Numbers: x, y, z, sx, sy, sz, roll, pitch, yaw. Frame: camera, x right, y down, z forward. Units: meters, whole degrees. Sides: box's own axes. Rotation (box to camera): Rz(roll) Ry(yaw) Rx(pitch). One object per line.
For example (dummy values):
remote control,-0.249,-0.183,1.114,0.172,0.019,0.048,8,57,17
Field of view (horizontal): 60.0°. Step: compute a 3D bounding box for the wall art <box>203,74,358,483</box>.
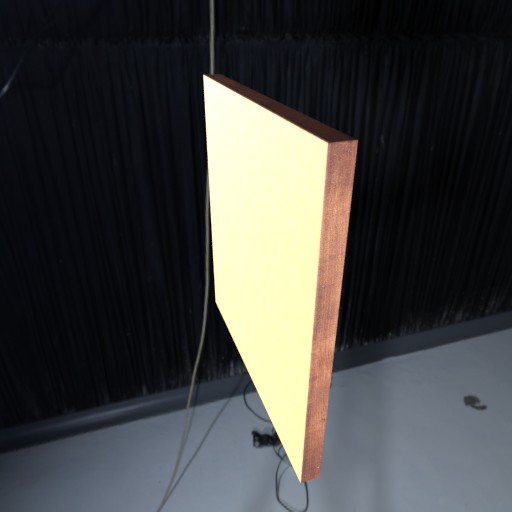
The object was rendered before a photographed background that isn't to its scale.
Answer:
wall art,0.000,0.000,0.834,0.037,0.572,0.554,-10,31,-17
